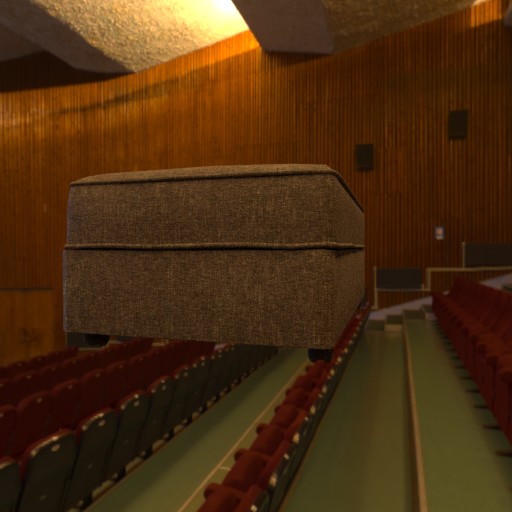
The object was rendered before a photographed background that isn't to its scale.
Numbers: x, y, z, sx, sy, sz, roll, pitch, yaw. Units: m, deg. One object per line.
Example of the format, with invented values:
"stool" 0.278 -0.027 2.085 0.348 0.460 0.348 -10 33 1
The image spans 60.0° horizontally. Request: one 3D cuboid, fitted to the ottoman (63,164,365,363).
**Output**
"ottoman" 0.000 0.000 1.589 0.717 0.487 1.184 0 1 17
